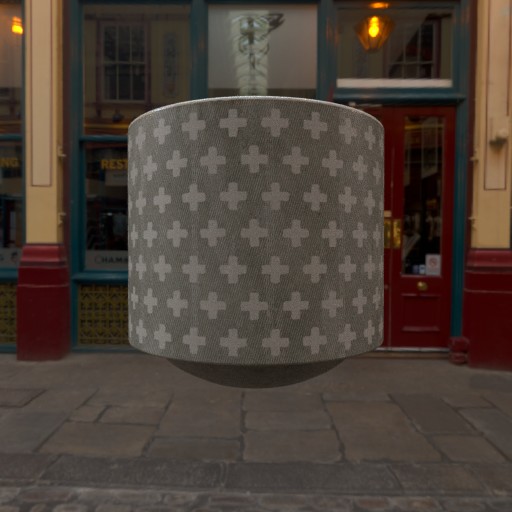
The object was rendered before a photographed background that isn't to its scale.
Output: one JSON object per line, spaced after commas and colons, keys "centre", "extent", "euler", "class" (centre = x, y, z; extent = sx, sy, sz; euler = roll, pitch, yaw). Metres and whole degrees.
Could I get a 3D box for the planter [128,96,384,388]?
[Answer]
{"centre": [0.000, 0.000, 0.452], "extent": [0.250, 0.239, 0.250], "euler": [0, 1, 0], "class": "planter"}
